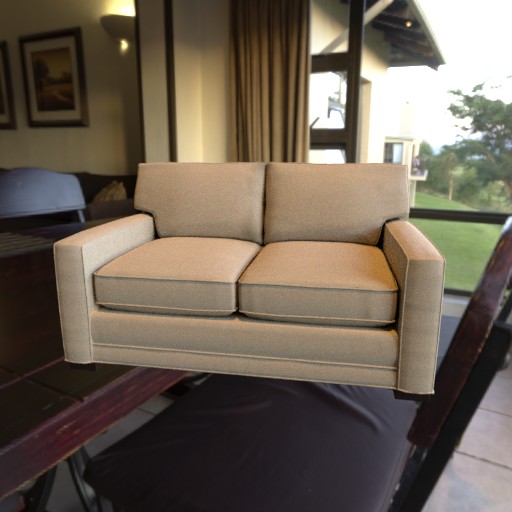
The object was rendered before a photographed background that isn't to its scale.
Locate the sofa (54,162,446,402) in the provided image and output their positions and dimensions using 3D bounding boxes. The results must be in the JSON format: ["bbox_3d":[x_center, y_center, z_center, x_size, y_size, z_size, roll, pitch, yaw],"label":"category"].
[{"bbox_3d":[0.000,0.000,2.087,1.484,0.853,0.942,2,14,10],"label":"sofa"}]
